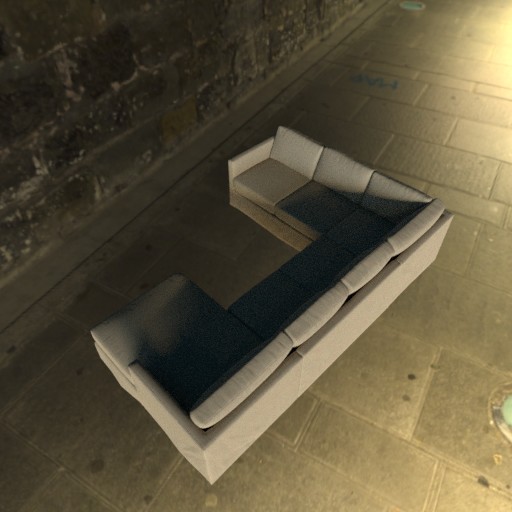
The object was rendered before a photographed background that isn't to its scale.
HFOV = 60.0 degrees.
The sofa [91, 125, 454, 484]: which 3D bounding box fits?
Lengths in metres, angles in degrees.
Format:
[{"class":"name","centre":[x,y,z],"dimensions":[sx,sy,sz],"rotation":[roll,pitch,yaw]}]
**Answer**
[{"class":"sofa","centre":[0.000,0.000,4.550],"dimensions":[2.427,0.882,3.460],"rotation":[36,56,29]}]
